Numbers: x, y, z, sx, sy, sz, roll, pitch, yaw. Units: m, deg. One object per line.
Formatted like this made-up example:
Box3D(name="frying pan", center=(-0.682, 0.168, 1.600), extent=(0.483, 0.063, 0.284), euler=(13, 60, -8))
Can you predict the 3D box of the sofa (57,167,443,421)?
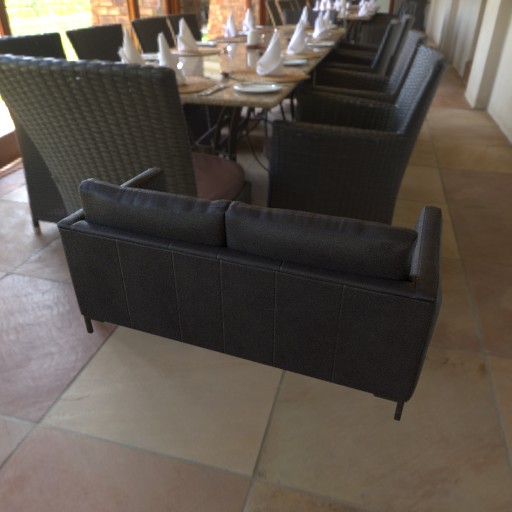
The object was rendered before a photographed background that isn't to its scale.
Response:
Box3D(name="sofa", center=(0.000, 0.000, 2.355), extent=(1.805, 0.883, 0.947), euler=(10, 32, 16))
